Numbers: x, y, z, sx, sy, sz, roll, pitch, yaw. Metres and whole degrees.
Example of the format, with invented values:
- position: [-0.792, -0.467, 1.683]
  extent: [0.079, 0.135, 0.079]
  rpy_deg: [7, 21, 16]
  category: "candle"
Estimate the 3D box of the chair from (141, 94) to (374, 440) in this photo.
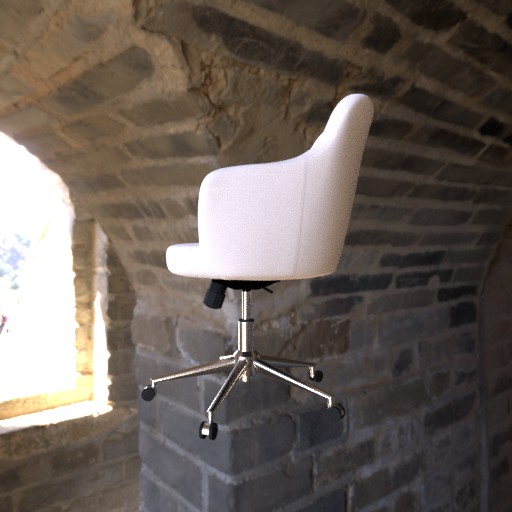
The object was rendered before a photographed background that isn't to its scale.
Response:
- position: [0.000, 0.000, 1.263]
  extent: [0.647, 0.819, 0.602]
  rpy_deg: [0, 1, -1]
  category: "chair"
